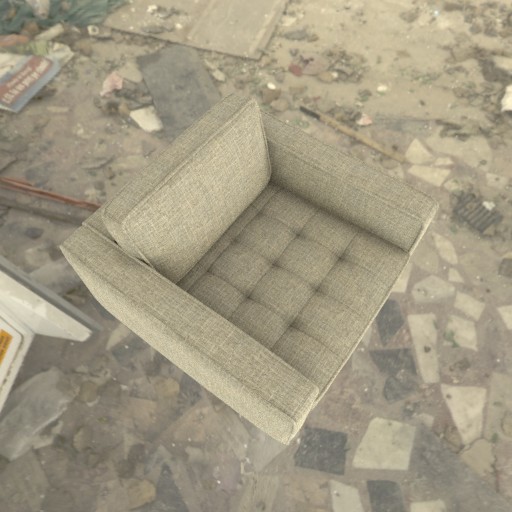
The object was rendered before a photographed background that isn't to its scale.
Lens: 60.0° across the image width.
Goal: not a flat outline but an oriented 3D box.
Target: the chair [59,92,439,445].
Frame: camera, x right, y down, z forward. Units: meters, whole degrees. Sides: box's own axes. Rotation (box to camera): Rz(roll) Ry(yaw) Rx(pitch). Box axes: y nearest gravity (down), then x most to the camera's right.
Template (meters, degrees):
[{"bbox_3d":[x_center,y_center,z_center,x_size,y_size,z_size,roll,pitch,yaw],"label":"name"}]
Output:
[{"bbox_3d":[0.000,0.000,1.586,0.914,0.765,0.889,32,65,17],"label":"chair"}]
